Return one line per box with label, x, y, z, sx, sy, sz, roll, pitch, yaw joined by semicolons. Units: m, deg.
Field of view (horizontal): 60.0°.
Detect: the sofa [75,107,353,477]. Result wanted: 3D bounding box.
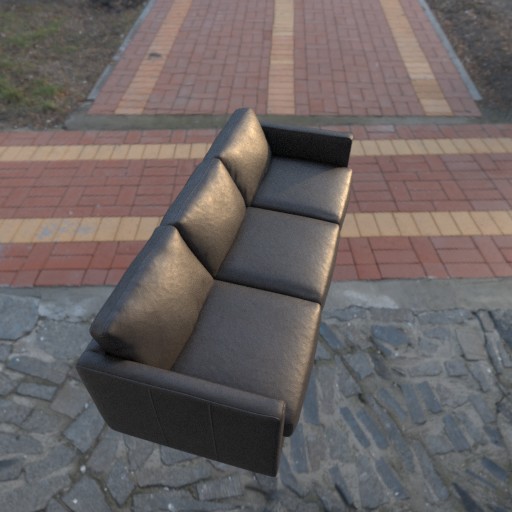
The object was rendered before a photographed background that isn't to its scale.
sofa;0.000;0.000;2.962;1.045;1.006;2.464;11;46;11
